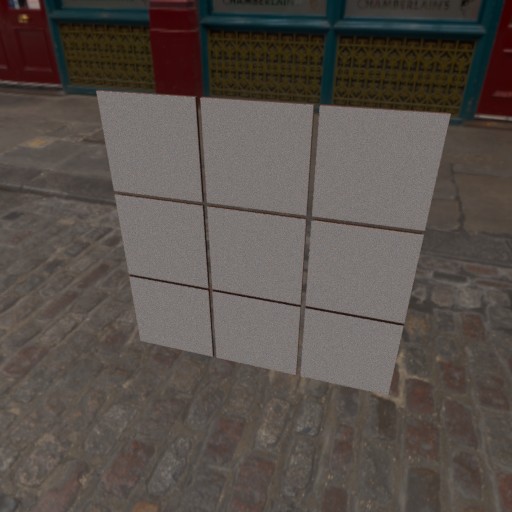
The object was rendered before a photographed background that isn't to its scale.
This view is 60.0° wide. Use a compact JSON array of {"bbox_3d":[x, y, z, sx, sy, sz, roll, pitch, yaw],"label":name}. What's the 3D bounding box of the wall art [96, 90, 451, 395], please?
[{"bbox_3d":[0.000,0.000,1.845,1.256,1.246,0.017,9,32,14],"label":"wall art"}]
